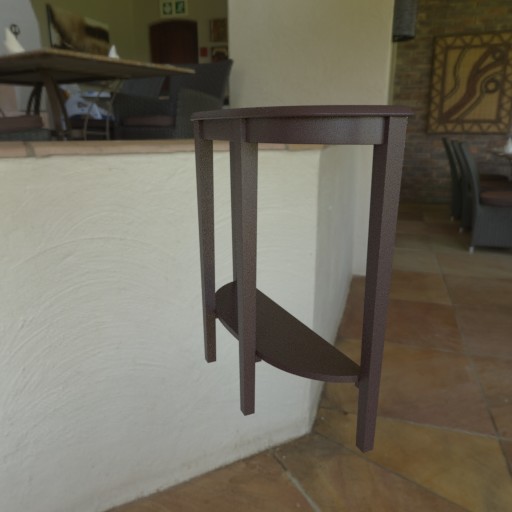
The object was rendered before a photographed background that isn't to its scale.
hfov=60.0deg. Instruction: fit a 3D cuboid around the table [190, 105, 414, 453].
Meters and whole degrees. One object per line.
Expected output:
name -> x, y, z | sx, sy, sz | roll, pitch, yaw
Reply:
table -> 0.000, 0.000, 1.337 | 0.274, 0.831, 0.909 | -7, 18, -24
